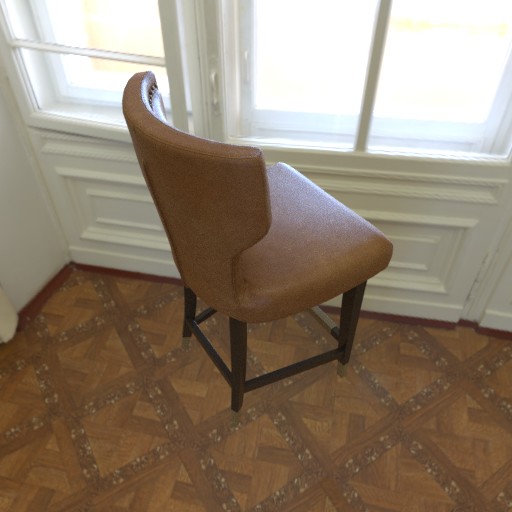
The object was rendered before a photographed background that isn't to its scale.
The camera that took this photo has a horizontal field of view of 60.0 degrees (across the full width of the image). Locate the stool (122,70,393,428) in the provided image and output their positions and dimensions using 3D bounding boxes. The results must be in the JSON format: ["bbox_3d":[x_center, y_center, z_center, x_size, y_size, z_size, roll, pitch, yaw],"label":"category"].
[{"bbox_3d":[0.000,0.000,1.284,0.563,0.982,0.526,-24,47,-24],"label":"stool"}]
